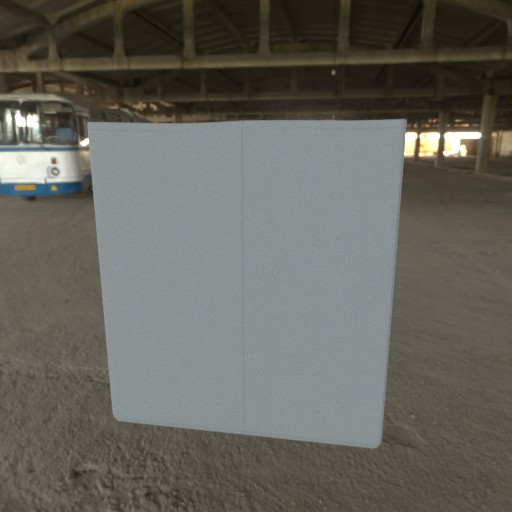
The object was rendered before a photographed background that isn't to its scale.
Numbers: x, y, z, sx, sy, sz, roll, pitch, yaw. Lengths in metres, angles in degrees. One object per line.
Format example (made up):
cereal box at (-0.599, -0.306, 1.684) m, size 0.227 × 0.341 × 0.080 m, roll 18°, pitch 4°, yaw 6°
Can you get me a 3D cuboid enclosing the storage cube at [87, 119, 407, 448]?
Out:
storage cube at (0.000, 0.000, 0.502) m, size 0.270 × 0.280 × 0.270 m, roll 2°, pitch 14°, yaw 9°
